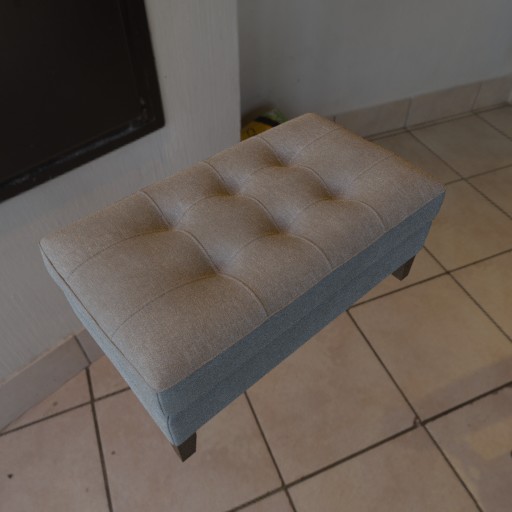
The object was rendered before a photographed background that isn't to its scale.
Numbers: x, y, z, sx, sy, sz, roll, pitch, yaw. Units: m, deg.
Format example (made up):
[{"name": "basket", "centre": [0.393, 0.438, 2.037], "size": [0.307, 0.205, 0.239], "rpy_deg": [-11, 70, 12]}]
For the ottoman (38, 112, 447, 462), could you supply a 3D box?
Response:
[{"name": "ottoman", "centre": [0.000, 0.000, 1.494], "size": [1.143, 0.514, 0.648], "rpy_deg": [-33, 55, -27]}]
